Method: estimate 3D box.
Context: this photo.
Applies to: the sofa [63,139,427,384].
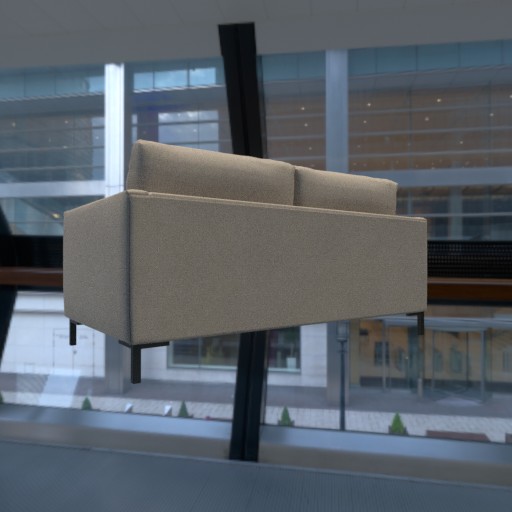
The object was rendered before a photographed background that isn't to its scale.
[{"bbox_3d":[0.000,0.000,2.238,1.682,0.840,0.875,0,-1,-36],"label":"sofa"}]
